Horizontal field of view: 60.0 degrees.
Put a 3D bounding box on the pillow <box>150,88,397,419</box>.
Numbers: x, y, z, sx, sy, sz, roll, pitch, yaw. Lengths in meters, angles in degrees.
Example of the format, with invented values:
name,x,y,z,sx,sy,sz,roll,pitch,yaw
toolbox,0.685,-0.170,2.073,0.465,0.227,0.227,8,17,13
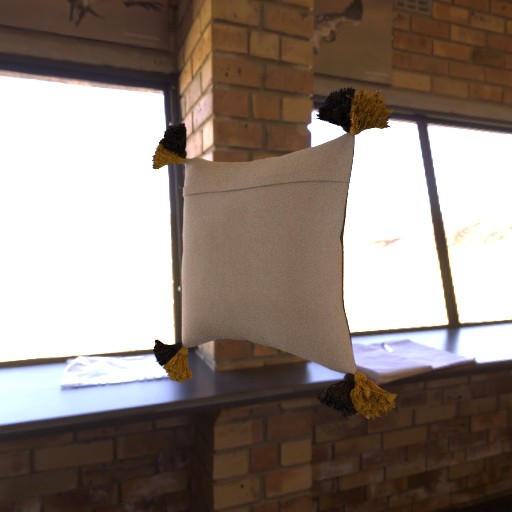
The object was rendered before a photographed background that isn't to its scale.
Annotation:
name,x,y,z,sx,sy,sz,roll,pitch,yaw
pillow,0.000,0.000,0.999,0.654,0.659,0.139,1,2,37
